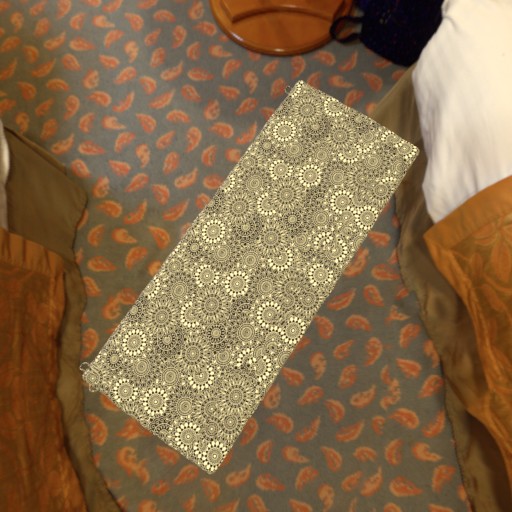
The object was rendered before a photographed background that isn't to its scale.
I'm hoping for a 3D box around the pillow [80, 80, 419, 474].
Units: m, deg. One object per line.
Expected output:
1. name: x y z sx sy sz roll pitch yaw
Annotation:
1. pillow: 0.000 0.000 1.343 0.492 0.081 1.187 33 79 7
